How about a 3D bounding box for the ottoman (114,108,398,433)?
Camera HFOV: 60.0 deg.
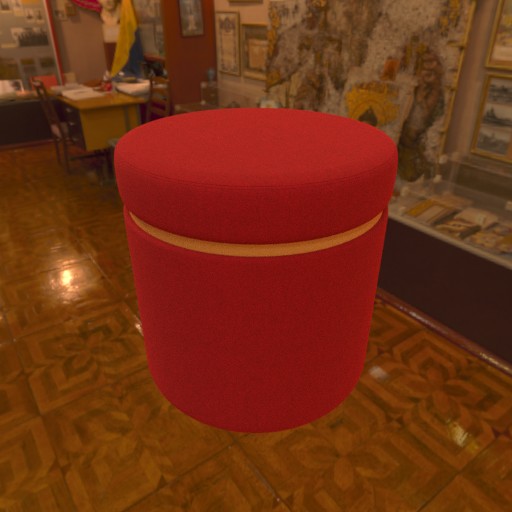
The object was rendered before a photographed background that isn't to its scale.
[{"bbox_3d":[0.000,0.000,0.735,0.400,0.406,0.400,0,30,0],"label":"ottoman"}]
